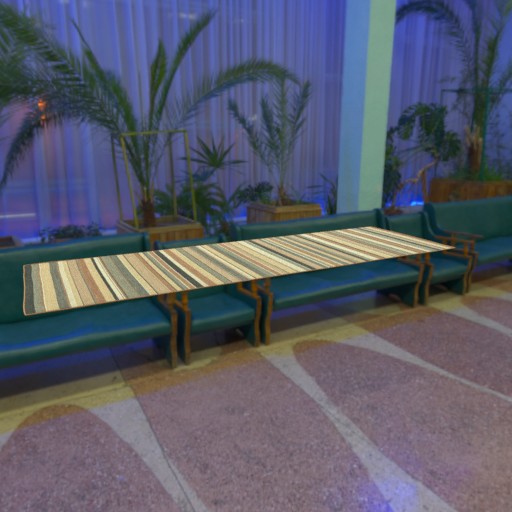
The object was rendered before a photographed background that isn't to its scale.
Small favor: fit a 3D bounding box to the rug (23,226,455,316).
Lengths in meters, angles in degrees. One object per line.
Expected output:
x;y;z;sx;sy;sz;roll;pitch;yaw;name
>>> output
0.000;0.000;2.607;2.444;0.010;0.799;-7;16;-26;rug
